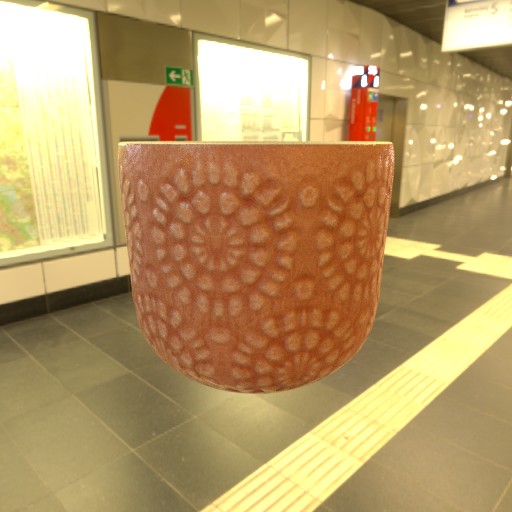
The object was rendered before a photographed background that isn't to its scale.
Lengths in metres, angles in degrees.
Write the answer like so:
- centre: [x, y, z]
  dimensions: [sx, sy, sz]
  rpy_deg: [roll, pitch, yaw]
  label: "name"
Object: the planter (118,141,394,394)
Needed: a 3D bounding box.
- centre: [0.000, 0.000, 0.219]
  dimensions: [0.124, 0.109, 0.124]
  rpy_deg: [0, 15, 0]
  label: "planter"
